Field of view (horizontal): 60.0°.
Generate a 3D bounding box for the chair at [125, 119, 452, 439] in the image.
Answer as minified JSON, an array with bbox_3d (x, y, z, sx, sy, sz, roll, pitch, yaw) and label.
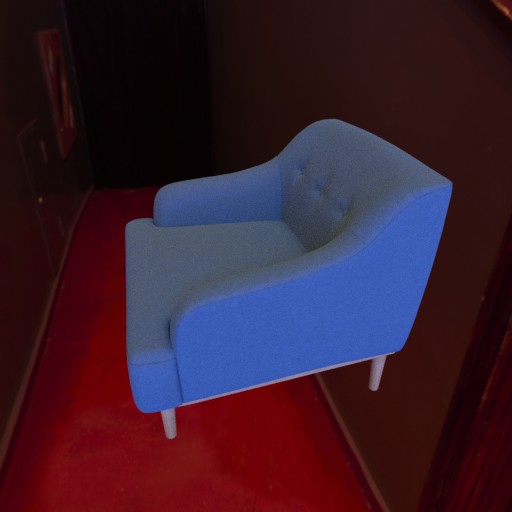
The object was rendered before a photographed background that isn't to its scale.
[{"bbox_3d":[0.000,0.000,1.645,0.951,0.818,0.946,-7,31,-13],"label":"chair"}]
